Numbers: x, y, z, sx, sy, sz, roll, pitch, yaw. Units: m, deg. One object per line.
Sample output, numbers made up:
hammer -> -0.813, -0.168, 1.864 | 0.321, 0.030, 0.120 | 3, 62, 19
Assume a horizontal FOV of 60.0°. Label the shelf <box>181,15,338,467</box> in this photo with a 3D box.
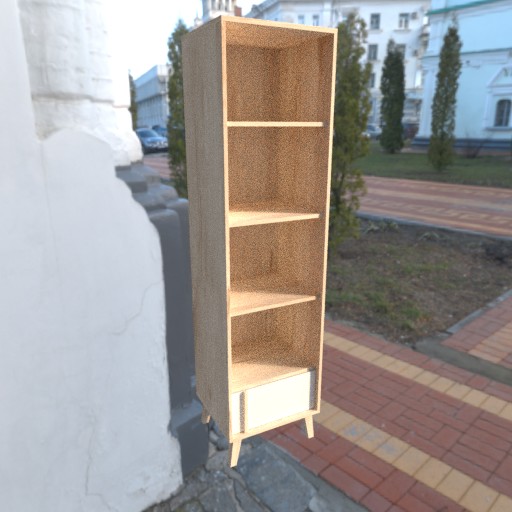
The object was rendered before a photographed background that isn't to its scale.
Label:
shelf -> 0.000, 0.000, 2.143 | 0.510, 1.960, 0.450 | -8, 18, -26
